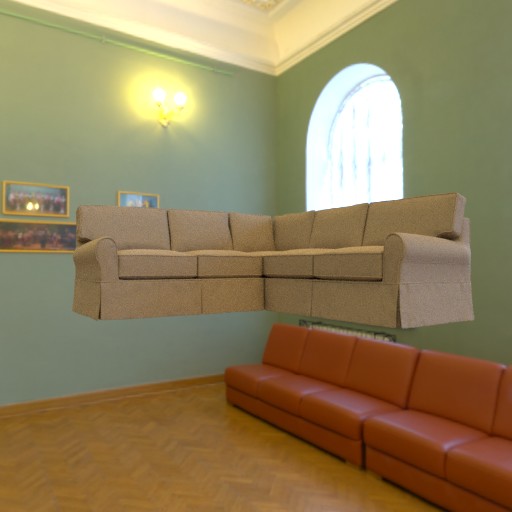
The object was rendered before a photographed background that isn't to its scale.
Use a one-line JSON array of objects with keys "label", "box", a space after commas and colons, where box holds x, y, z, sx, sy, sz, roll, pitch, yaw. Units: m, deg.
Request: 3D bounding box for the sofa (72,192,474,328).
[{"label": "sofa", "box": [0.000, 0.000, 4.151, 2.730, 1.124, 2.733, 1, -2, -34]}]
